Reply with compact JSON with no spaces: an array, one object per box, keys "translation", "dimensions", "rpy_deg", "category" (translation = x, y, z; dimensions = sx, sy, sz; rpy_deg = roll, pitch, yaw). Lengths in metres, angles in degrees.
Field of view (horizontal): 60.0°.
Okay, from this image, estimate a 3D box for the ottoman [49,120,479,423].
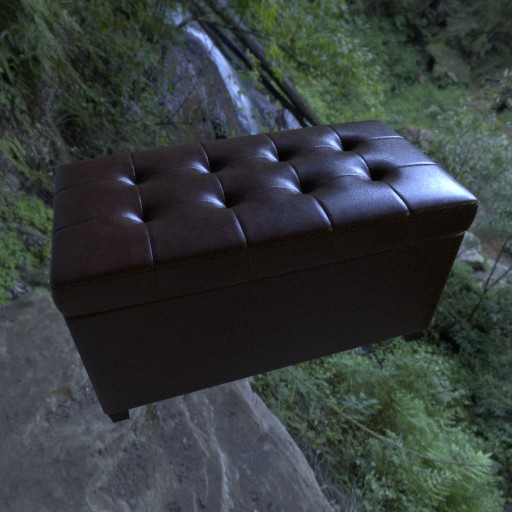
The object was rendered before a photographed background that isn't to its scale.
[{"translation":[0.000,0.000,1.091],"dimensions":[0.838,0.470,0.432],"rpy_deg":[-12,42,-13],"category":"ottoman"}]
